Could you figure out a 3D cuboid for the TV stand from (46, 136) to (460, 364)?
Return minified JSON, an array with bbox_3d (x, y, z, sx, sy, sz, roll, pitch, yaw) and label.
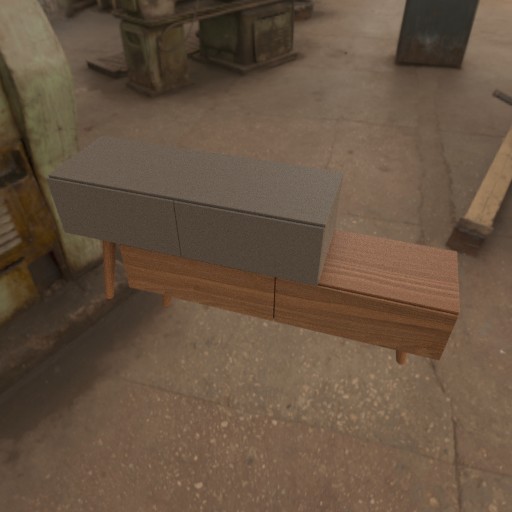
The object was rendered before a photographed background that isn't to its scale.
[{"bbox_3d":[0.000,0.000,1.595,1.336,0.591,0.329,12,41,13],"label":"TV stand"}]
